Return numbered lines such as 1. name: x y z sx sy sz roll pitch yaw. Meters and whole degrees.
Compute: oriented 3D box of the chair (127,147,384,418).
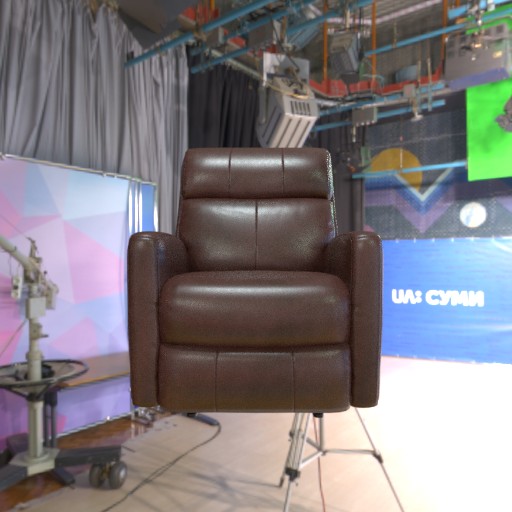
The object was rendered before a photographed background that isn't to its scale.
1. chair: 0.000 0.000 1.731 0.787 1.016 0.939 0 0 0
